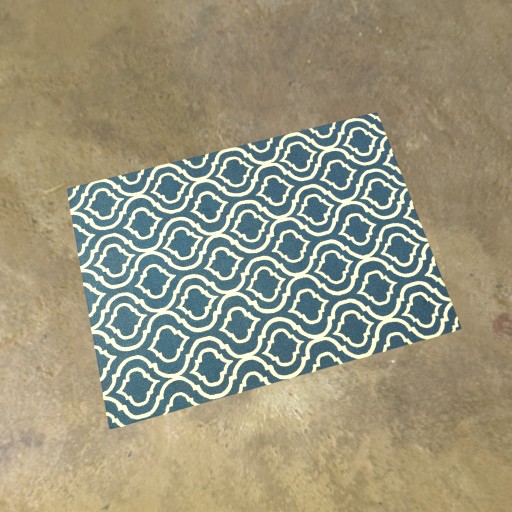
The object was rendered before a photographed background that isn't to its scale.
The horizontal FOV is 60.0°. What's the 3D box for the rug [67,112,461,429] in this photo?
[{"bbox_3d":[0.000,0.000,2.764,2.134,0.010,1.524,-15,76,-4],"label":"rug"}]
